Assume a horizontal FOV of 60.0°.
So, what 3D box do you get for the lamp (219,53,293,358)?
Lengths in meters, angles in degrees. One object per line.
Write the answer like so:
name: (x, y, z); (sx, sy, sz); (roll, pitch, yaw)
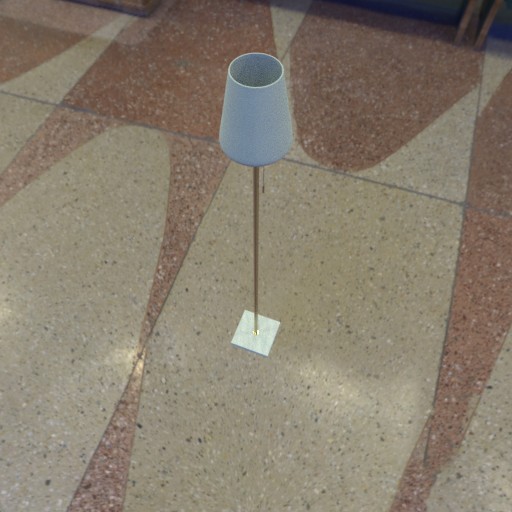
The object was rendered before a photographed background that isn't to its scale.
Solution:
lamp: (0.000, 0.000, 1.896); (0.232, 1.813, 0.229); (18, 60, 11)
